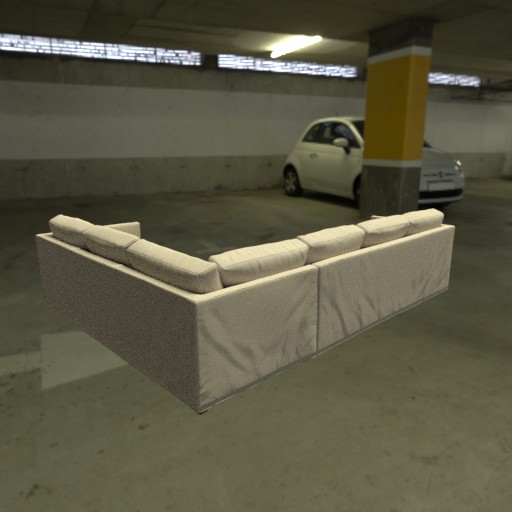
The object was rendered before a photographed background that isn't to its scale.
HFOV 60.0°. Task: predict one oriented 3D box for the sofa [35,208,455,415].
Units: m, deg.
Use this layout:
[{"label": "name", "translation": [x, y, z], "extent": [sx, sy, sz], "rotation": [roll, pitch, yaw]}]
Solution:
[{"label": "sofa", "translation": [0.000, 0.000, 4.248], "extent": [3.182, 0.871, 2.432], "rotation": [-13, 19, -42]}]
